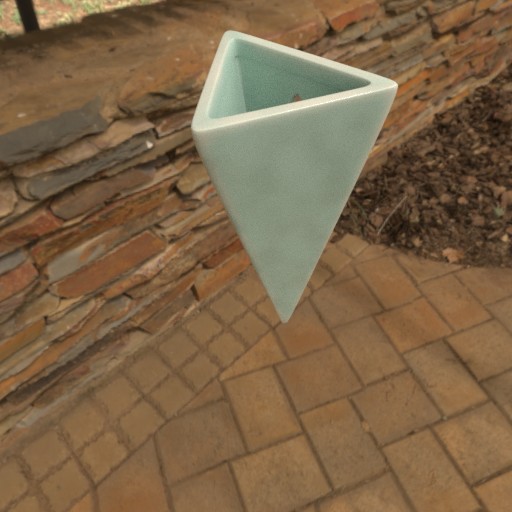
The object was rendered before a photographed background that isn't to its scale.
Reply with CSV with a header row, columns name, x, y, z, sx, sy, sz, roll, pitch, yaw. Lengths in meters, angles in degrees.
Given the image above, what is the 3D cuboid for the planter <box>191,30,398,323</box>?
name,x,y,z,sx,sy,sz,roll,pitch,yaw
planter,0.000,0.000,0.219,0.080,0.178,0.064,31,53,26
